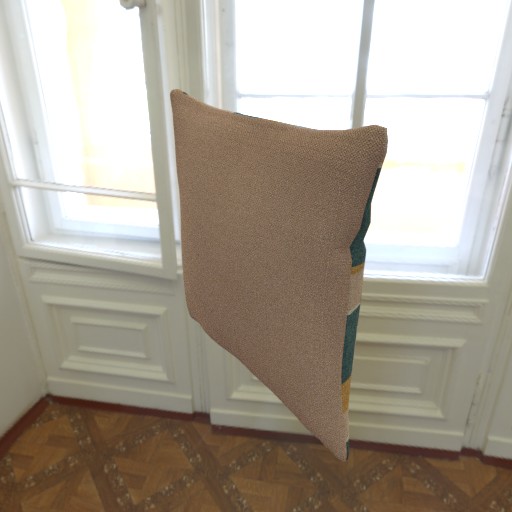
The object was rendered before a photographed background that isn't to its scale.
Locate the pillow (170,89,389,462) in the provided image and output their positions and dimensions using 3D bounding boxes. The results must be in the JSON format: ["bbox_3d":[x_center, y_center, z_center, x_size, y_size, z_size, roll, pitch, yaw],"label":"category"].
[{"bbox_3d":[0.000,0.000,0.721,0.158,0.479,0.478,-18,31,-32],"label":"pillow"}]
